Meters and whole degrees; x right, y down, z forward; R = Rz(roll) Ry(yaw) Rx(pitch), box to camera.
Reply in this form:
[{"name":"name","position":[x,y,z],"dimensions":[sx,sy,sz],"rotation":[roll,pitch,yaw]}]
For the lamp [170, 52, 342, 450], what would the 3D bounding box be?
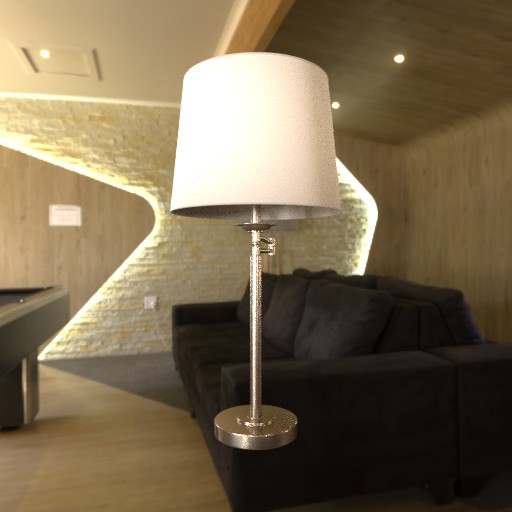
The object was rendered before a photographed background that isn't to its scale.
[{"name":"lamp","position":[0.000,0.000,0.875],"dimensions":[0.333,0.696,0.333],"rotation":[0,0,0]}]
